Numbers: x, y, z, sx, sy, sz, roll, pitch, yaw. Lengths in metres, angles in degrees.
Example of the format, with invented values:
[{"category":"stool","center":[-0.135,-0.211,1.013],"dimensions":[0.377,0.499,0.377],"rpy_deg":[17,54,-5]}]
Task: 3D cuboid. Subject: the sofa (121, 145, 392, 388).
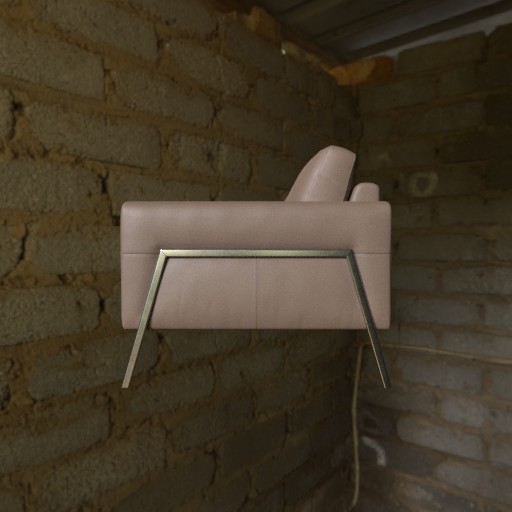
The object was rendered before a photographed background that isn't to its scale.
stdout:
[{"category":"sofa","center":[0.000,0.000,2.513],"dimensions":[0.953,0.875,2.017],"rpy_deg":[0,1,0]}]
